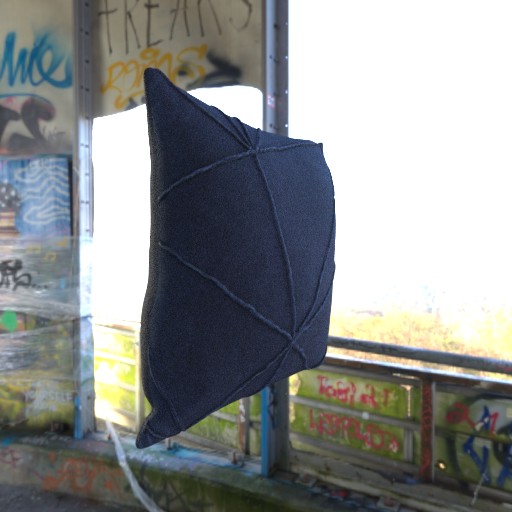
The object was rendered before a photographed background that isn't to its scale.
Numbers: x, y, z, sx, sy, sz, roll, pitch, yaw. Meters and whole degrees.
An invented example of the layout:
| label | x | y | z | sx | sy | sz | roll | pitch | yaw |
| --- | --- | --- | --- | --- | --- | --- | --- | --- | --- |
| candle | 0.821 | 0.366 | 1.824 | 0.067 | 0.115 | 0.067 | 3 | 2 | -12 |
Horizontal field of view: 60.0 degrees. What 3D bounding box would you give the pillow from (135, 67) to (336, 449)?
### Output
| label | x | y | z | sx | sy | sz | roll | pitch | yaw |
| --- | --- | --- | --- | --- | --- | --- | --- | --- | --- |
| pillow | 0.000 | 0.000 | 0.675 | 0.183 | 0.440 | 0.439 | 1 | 2 | 36 |
